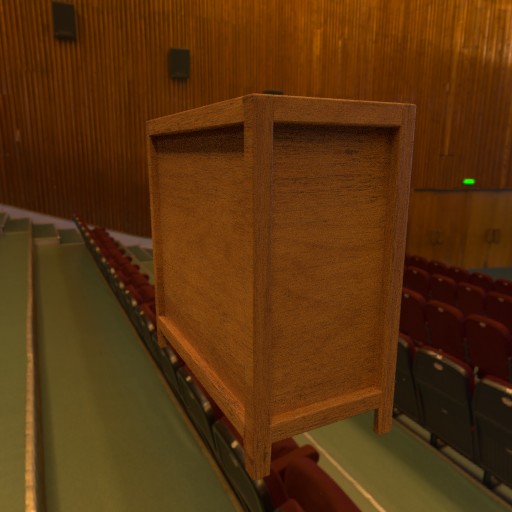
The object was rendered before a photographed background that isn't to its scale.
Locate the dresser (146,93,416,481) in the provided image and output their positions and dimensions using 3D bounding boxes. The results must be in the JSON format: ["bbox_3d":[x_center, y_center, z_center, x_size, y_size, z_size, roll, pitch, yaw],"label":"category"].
[{"bbox_3d":[0.000,0.000,1.320,0.427,0.804,0.804,-7,15,-26],"label":"dresser"}]
